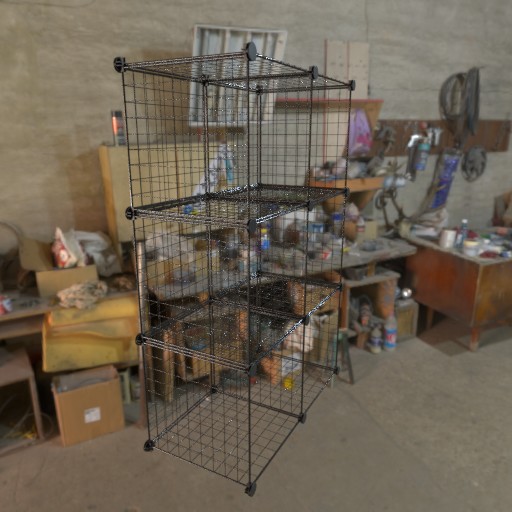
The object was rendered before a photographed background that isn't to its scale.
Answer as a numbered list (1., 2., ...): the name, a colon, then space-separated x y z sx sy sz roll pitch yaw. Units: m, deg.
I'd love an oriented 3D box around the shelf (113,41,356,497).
1. shelf: 0.000 0.000 1.368 0.356 1.067 0.711 8 17 28
